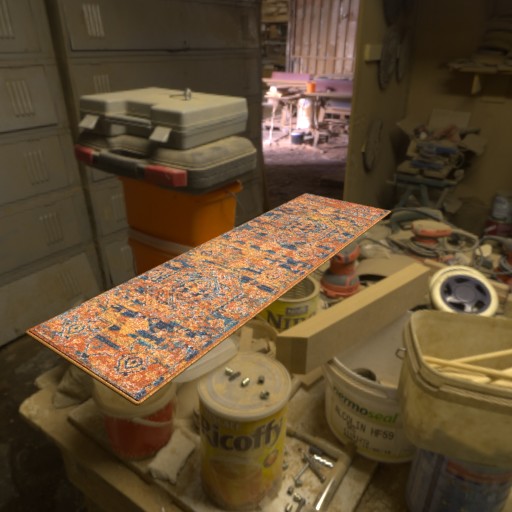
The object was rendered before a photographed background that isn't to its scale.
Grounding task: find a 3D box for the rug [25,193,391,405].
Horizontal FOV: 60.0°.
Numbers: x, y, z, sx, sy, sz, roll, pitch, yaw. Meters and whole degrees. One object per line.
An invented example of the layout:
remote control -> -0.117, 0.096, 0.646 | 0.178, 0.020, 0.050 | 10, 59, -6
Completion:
rug -> 0.000, 0.000, 1.969 | 0.556, 0.013, 1.820 | 18, 31, 32
